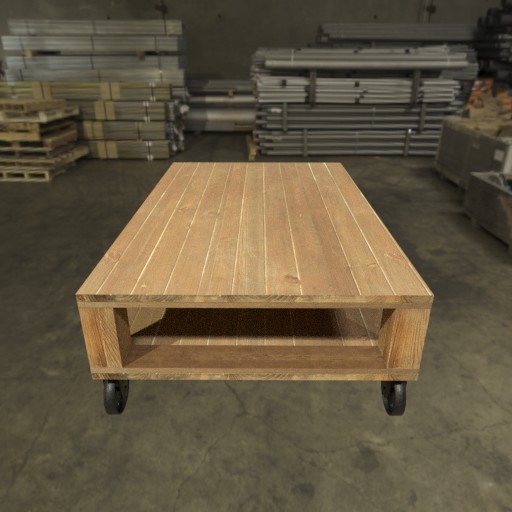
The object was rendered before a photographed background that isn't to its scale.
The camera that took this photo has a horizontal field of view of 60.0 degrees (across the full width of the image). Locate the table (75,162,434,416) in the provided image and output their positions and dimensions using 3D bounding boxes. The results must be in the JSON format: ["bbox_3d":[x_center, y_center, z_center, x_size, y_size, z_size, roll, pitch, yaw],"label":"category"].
[{"bbox_3d":[0.000,0.000,1.697,0.827,0.413,1.299,0,25,0],"label":"table"}]
